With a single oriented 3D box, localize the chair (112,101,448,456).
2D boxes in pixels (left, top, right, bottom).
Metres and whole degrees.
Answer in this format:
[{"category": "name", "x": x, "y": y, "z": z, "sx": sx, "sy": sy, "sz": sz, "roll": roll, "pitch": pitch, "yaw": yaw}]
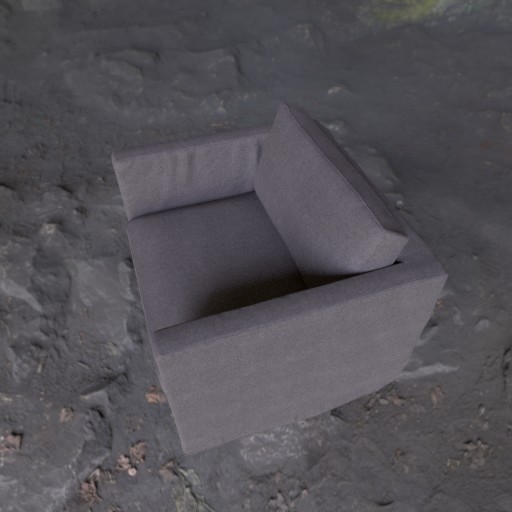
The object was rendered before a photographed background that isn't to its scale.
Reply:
[{"category": "chair", "x": 0.000, "y": 0.000, "z": 1.787, "sx": 0.949, "sy": 0.863, "sz": 1.057, "roll": -14, "pitch": 48, "yaw": -13}]
